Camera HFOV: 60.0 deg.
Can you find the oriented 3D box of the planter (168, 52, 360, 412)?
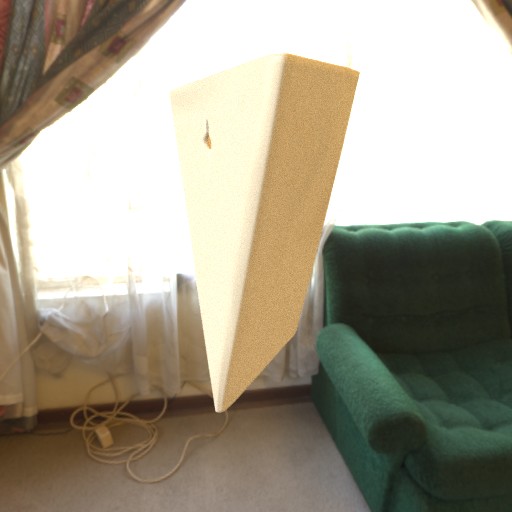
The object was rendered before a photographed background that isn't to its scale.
[{"bbox_3d":[0.000,0.000,0.265,0.060,0.197,0.150,-7,16,-26],"label":"planter"}]
